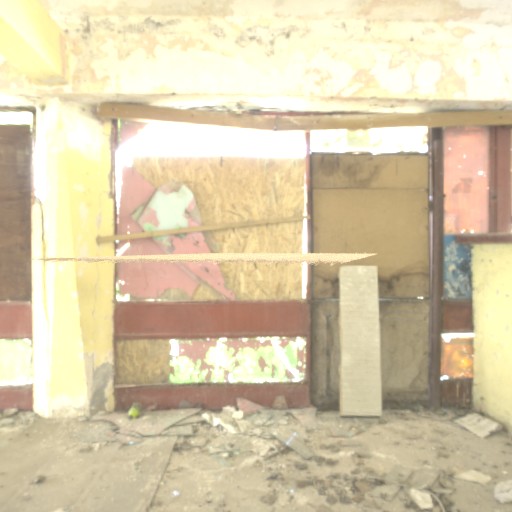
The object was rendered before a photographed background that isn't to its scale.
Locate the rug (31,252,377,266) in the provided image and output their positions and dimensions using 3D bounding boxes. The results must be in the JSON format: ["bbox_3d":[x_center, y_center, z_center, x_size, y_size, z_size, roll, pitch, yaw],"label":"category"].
[{"bbox_3d":[0.000,0.000,2.505,1.224,0.027,2.021,0,1,18],"label":"rug"}]
